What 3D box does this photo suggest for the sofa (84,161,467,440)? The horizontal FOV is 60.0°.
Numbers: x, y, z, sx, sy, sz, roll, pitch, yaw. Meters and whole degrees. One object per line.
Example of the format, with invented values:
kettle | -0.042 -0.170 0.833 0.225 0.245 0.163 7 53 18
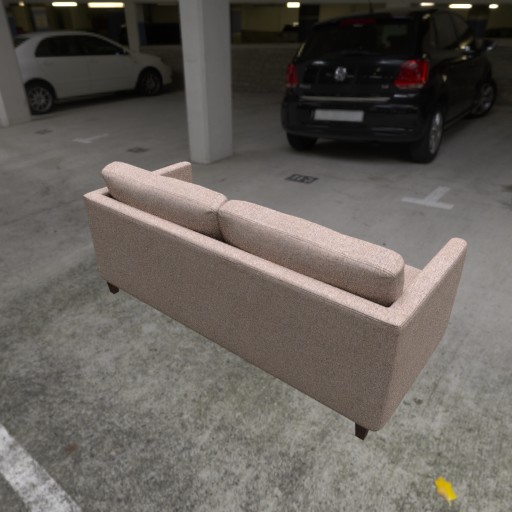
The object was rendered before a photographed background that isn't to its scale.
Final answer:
sofa | 0.000 0.000 2.766 2.208 0.965 0.951 22 36 33
